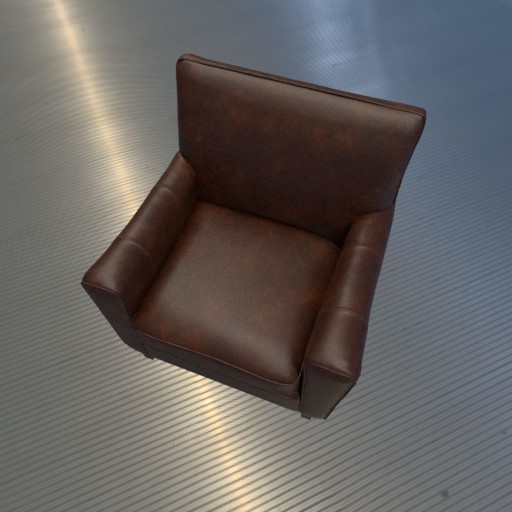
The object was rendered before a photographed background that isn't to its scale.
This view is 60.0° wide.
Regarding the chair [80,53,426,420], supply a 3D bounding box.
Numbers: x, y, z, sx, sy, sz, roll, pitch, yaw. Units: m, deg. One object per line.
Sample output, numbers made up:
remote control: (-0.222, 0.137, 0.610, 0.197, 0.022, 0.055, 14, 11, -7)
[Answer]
chair: (0.000, 0.000, 1.586, 0.870, 0.943, 0.823, 18, 59, 11)
